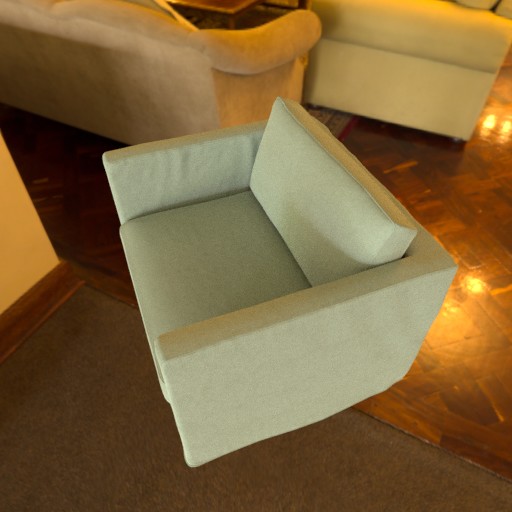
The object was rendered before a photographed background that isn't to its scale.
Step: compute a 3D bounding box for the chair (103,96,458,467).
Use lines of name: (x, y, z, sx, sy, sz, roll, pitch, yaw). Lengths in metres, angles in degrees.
chair: (0.000, 0.000, 1.732, 0.949, 0.863, 1.057, -16, 48, -15)
